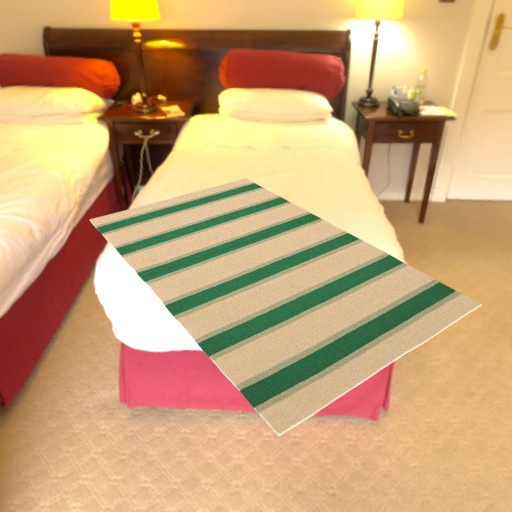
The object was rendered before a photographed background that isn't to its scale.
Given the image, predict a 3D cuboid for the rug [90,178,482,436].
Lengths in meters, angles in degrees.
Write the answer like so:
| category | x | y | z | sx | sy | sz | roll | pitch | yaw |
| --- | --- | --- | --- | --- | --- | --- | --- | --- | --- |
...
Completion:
| category | x | y | z | sx | sy | sz | roll | pitch | yaw |
| --- | --- | --- | --- | --- | --- | --- | --- | --- | --- |
| rug | 0.000 | 0.000 | 3.064 | 1.521 | 0.015 | 2.436 | -21 | 37 | -30 |
